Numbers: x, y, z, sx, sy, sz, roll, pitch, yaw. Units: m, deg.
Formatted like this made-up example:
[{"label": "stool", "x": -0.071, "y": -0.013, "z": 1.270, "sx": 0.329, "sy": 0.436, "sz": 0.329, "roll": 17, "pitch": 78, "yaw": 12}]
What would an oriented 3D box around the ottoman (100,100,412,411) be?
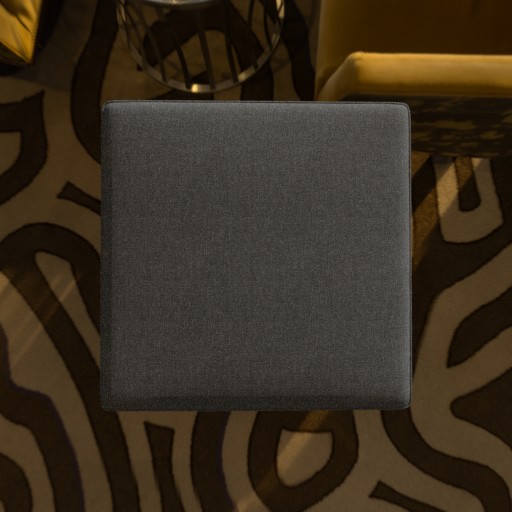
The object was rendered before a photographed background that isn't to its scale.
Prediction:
[{"label": "ottoman", "x": 0.000, "y": 0.000, "z": 1.555, "sx": 1.000, "sy": 0.439, "sz": 1.000, "roll": 0, "pitch": 89, "yaw": -1}]
